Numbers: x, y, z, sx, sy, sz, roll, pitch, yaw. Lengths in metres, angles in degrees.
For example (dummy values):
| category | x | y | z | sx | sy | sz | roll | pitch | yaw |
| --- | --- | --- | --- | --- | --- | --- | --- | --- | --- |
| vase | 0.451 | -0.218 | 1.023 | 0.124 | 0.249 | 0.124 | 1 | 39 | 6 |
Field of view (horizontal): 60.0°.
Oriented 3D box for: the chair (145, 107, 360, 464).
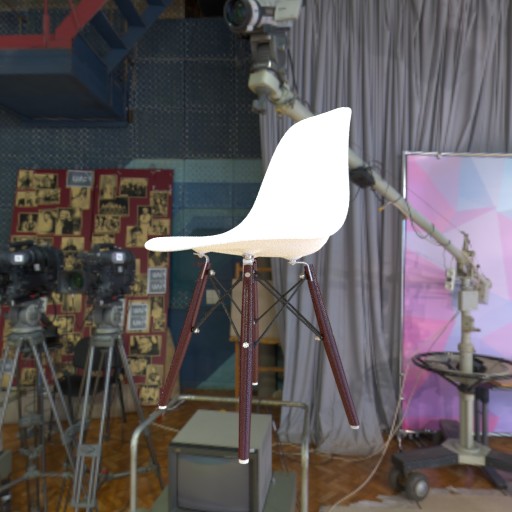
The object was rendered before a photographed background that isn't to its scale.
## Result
| category | x | y | z | sx | sy | sz | roll | pitch | yaw |
| --- | --- | --- | --- | --- | --- | --- | --- | --- | --- |
| chair | 0.000 | 0.000 | 1.149 | 0.533 | 0.826 | 0.470 | -1 | 1 | -38 |
